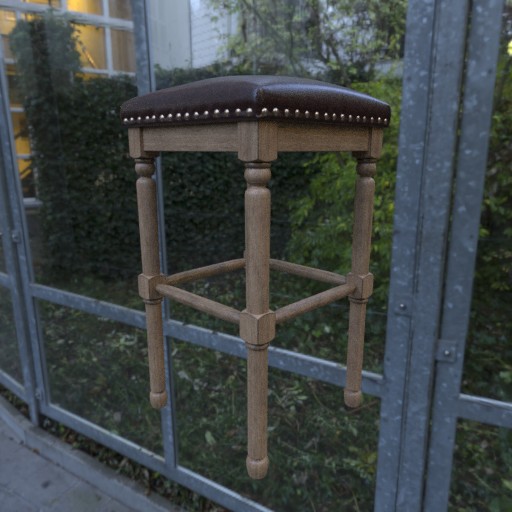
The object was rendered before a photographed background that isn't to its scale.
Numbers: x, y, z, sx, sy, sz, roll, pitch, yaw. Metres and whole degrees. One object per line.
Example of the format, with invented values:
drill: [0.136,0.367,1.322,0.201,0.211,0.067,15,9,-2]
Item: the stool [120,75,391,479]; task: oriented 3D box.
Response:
stool: [0.000,0.000,0.938,0.382,0.702,0.383,13,19,43]
